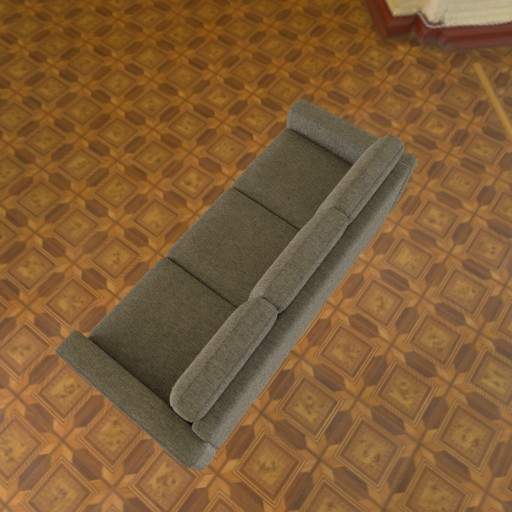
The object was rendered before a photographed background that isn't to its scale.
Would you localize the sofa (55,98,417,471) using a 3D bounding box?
[{"bbox_3d":[0.000,0.000,2.576,0.900,0.800,2.160,34,67,16],"label":"sofa"}]
